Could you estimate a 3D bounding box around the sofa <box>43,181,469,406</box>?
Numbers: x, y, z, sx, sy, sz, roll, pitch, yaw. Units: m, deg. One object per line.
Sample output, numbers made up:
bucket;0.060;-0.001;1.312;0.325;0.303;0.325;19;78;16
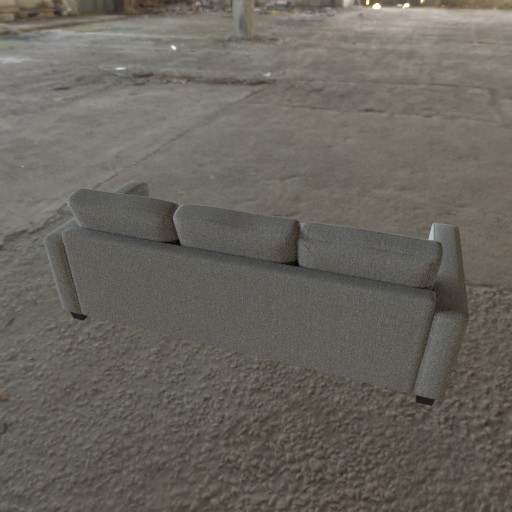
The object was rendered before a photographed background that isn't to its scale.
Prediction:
sofa;0.000;0.000;2.504;2.120;0.800;0.900;10;33;16
